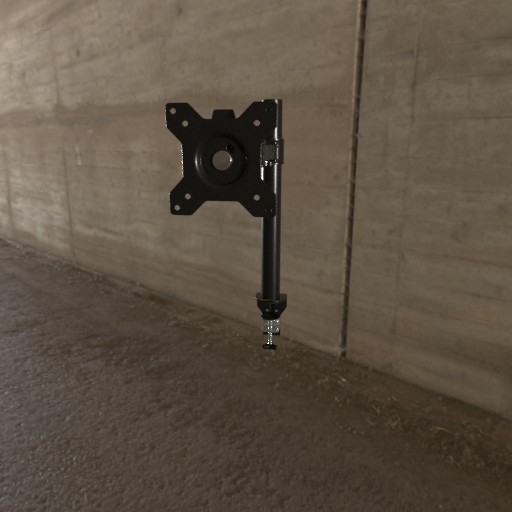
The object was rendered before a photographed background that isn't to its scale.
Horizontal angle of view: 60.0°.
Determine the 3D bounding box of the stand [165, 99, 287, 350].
[{"bbox_3d":[0.000,0.000,0.711,0.115,0.510,0.456,2,14,9],"label":"stand"}]
